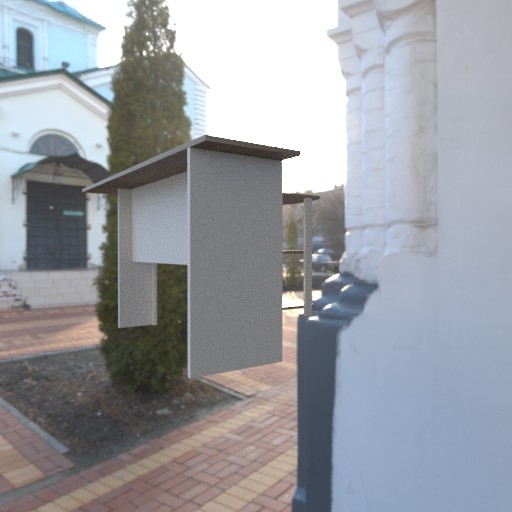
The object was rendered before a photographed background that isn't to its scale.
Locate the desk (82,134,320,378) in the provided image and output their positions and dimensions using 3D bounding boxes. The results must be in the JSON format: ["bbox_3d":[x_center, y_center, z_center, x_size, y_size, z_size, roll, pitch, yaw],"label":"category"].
[{"bbox_3d":[0.000,0.000,2.180,1.303,0.716,1.361,-1,1,-35],"label":"desk"}]
